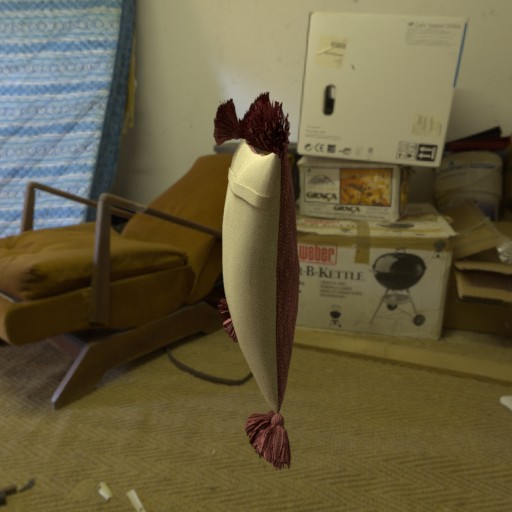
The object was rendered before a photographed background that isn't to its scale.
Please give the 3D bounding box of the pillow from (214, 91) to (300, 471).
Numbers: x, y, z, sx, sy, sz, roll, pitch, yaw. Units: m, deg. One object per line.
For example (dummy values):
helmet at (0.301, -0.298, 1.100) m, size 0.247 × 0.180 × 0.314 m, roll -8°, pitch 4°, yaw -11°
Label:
pillow at (0.000, 0.000, 0.957) m, size 0.138 × 0.659 × 0.641 m, roll -3°, pitch 18°, yaw -9°
